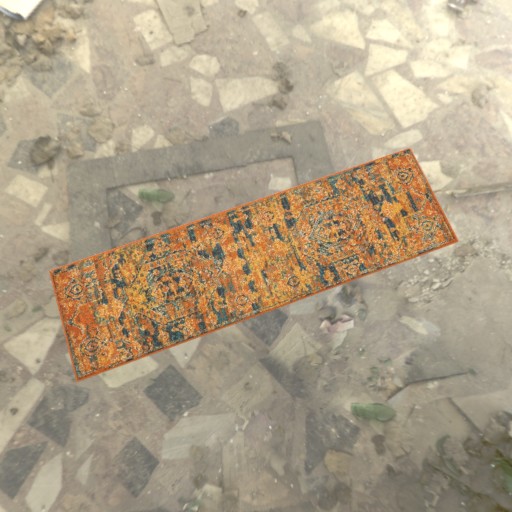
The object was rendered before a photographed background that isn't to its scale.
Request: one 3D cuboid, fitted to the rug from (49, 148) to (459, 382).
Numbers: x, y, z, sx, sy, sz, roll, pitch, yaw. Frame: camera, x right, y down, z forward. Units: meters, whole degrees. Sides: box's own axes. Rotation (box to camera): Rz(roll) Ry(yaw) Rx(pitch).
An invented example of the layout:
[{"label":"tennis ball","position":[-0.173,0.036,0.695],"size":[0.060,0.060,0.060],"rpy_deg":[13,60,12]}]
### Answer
[{"label":"rug","position":[0.000,0.000,2.549],"size":[2.274,0.016,0.651],"rpy_deg":[-19,75,-5]}]
